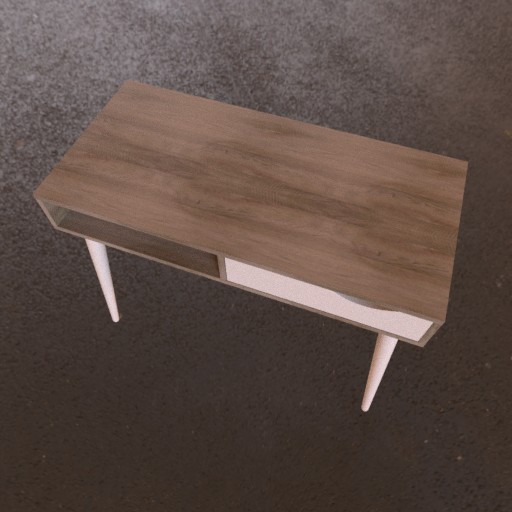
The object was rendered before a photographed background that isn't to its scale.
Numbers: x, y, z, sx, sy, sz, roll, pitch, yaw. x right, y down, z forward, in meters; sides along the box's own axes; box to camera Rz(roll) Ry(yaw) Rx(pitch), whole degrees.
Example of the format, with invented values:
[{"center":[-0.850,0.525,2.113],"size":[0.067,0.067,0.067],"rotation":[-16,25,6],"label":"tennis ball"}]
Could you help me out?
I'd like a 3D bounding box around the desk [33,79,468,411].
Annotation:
[{"center":[0.000,0.000,1.404],"size":[0.979,0.723,0.491],"rotation":[17,59,11],"label":"desk"}]
